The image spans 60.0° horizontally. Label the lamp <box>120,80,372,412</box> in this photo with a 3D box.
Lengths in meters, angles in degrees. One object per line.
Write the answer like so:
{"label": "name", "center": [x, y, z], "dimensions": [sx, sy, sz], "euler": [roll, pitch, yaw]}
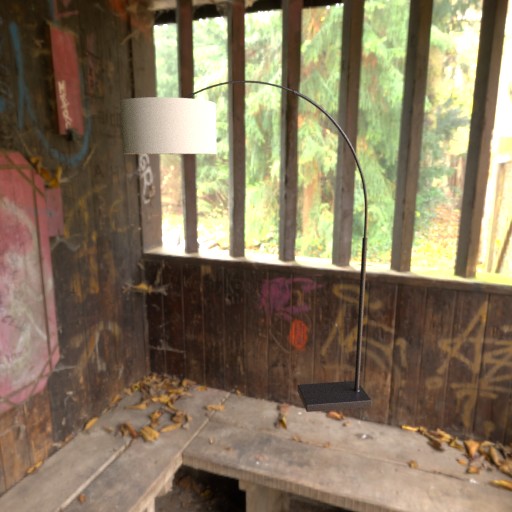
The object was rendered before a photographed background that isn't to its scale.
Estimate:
{"label": "lamp", "center": [0.000, 0.000, 2.590], "dimensions": [1.424, 1.927, 0.493], "euler": [-2, 13, -8]}
